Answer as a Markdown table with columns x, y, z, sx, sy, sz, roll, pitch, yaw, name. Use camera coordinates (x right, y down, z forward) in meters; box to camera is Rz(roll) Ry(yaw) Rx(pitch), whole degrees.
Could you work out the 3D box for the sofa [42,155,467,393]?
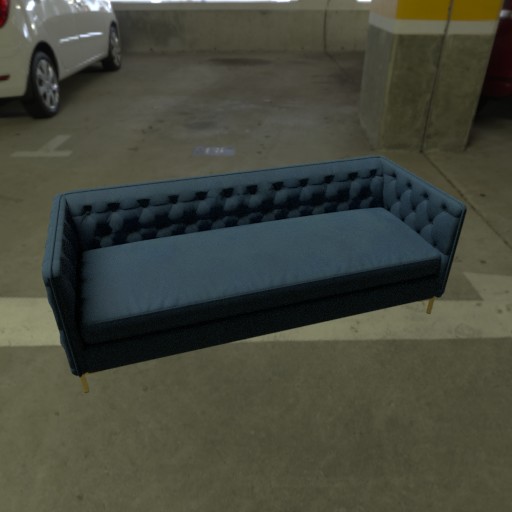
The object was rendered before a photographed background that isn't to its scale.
| x | y | z | sx | sy | sz | roll | pitch | yaw | name |
| --- | --- | --- | --- | --- | --- | --- | --- | --- | --- |
| 0.000 | 0.000 | 2.670 | 2.209 | 0.771 | 0.895 | -10 | 33 | -15 | sofa |
